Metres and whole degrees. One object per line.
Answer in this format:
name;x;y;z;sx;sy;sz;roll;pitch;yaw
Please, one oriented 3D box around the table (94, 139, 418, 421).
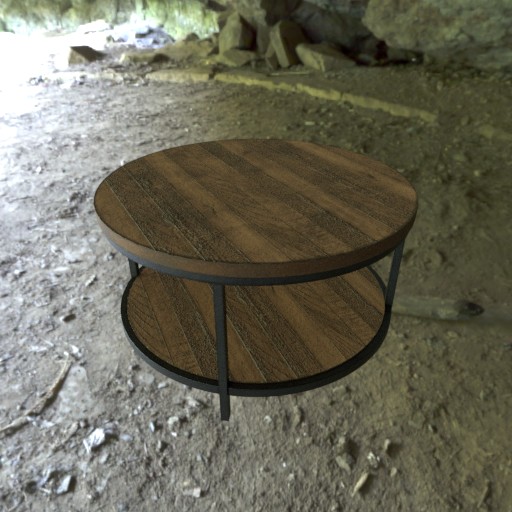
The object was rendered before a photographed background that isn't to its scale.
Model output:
table;0.000;0.000;1.315;0.837;0.462;0.837;0;31;0
